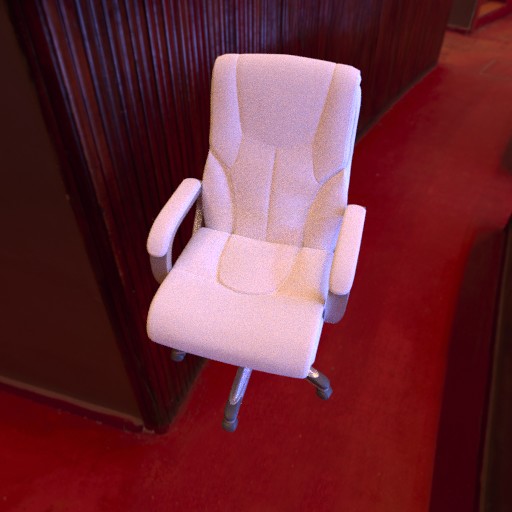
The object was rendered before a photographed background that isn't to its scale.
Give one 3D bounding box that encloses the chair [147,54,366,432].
[{"bbox_3d":[0.000,0.000,1.529,0.687,1.120,0.738,11,43,12],"label":"chair"}]
